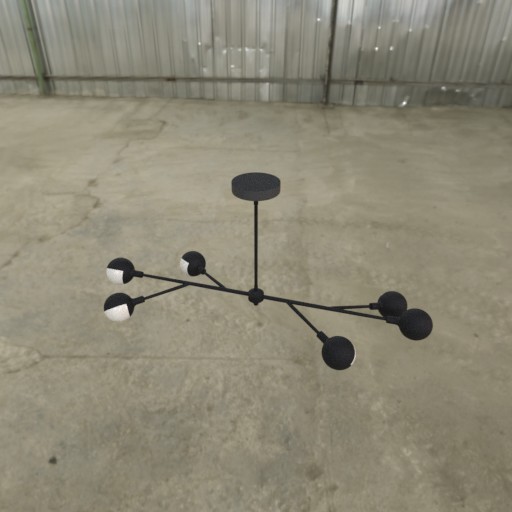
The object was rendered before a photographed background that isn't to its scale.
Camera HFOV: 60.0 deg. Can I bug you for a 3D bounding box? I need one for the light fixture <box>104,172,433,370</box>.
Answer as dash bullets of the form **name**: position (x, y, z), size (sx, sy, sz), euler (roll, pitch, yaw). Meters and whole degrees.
- **light fixture**: position (0.000, 0.000, 1.007), size (0.778, 0.362, 0.434), euler (19, 37, 27)
